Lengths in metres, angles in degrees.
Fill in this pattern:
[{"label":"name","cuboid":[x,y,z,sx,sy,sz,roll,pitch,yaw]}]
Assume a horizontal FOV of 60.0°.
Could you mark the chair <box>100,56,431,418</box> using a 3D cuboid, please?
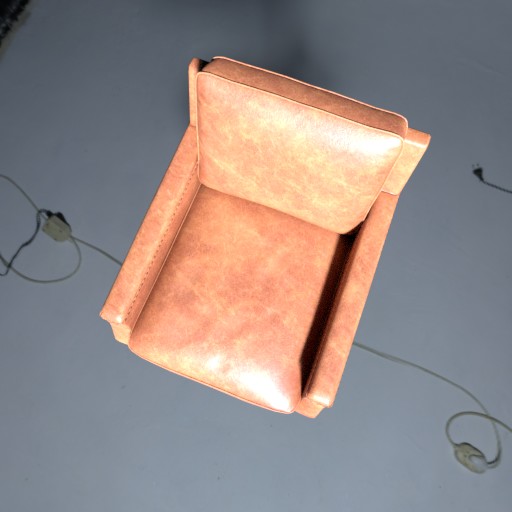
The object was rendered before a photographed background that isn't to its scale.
[{"label":"chair","cuboid":[0.000,0.000,1.674,0.853,0.943,1.014,20,76,5]}]
